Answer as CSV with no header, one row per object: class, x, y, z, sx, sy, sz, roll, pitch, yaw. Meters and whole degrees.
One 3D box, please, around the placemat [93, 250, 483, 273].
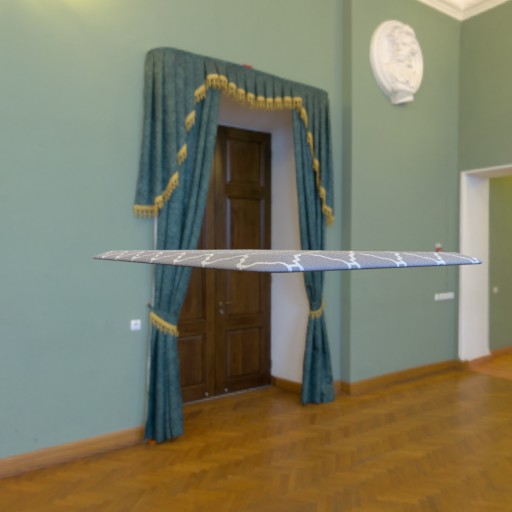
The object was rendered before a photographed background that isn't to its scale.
placemat,0.000,0.000,0.969,0.508,0.021,0.762,-1,2,-35
